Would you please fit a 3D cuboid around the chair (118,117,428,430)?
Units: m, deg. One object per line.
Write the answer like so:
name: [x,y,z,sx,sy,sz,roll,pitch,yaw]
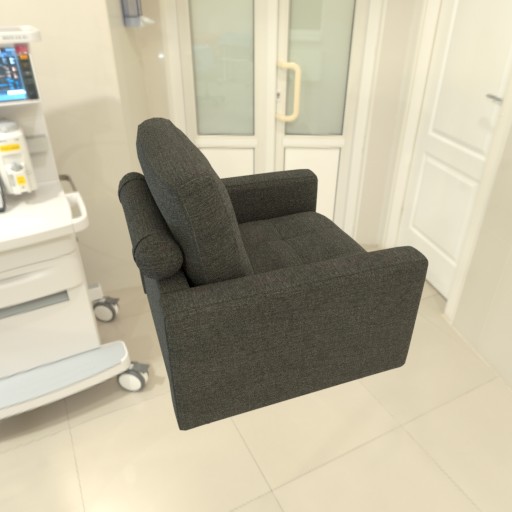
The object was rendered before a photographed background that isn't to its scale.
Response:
chair: [0.000,0.000,1.565,0.843,0.880,0.821,-11,33,-17]
